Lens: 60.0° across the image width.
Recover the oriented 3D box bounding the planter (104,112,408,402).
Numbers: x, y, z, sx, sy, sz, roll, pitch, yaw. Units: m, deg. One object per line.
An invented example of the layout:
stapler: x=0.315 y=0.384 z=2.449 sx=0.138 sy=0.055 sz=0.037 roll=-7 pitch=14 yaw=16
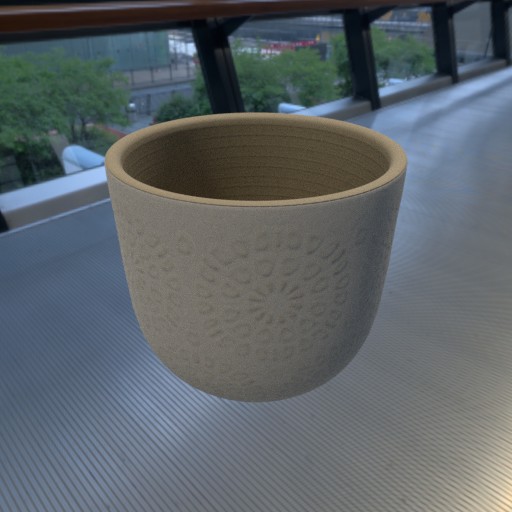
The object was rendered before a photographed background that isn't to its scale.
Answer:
planter: x=0.000 y=0.000 z=0.216 sx=0.124 sy=0.109 sz=0.124 roll=0 pitch=31 yaw=0
